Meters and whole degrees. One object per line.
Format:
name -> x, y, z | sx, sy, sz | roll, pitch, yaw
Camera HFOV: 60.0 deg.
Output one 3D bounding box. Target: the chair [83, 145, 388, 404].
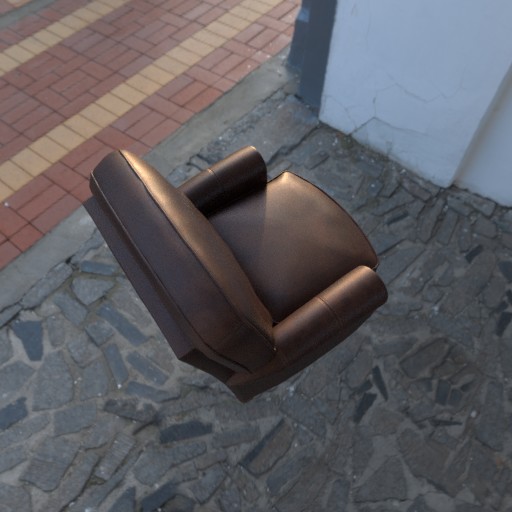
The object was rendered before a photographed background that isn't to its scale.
chair -> 0.000, 0.000, 1.807 | 0.986, 1.018, 0.936 | -30, 62, -18
